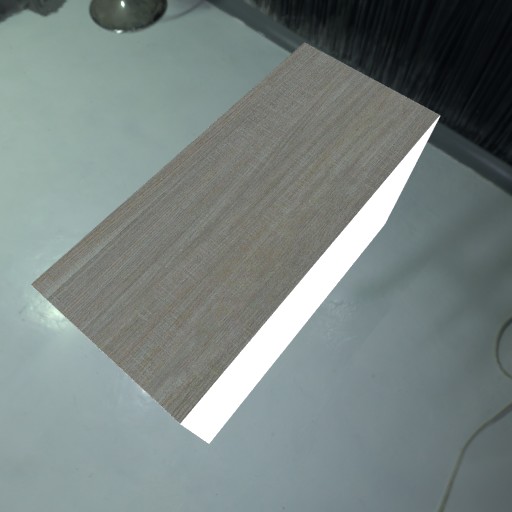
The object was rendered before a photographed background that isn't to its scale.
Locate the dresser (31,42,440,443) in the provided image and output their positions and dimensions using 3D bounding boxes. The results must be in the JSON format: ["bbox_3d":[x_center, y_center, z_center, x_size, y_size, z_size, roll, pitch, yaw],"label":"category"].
[{"bbox_3d":[0.000,0.000,1.540,0.500,0.780,1.110,36,69,16],"label":"dresser"}]
